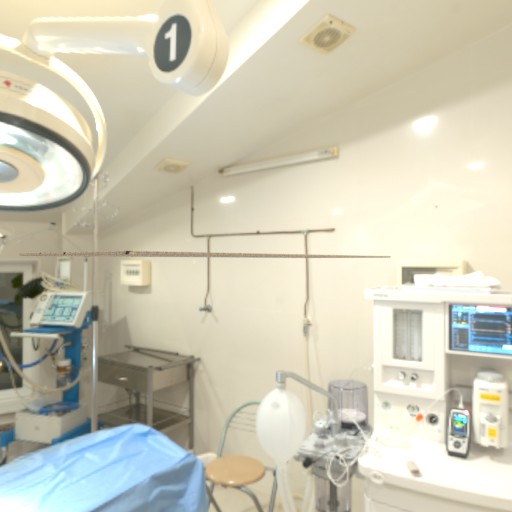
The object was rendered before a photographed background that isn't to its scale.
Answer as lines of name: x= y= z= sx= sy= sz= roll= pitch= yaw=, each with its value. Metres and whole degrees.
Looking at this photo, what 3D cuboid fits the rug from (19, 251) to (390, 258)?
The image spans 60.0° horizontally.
rug: x=0.000 y=0.000 z=2.684 sx=0.762 sy=0.012 sz=2.438 roll=0 pitch=-1 yaw=37
